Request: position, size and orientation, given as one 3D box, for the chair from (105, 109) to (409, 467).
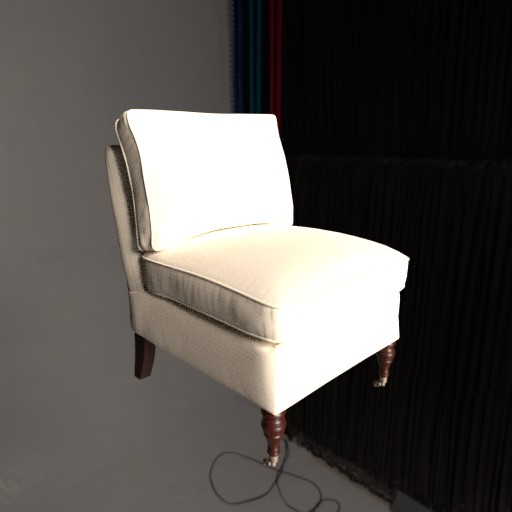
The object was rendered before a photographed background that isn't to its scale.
[{"bbox_3d":[0.000,0.000,1.413,0.630,0.887,0.781,-15,21,-42],"label":"chair"}]
